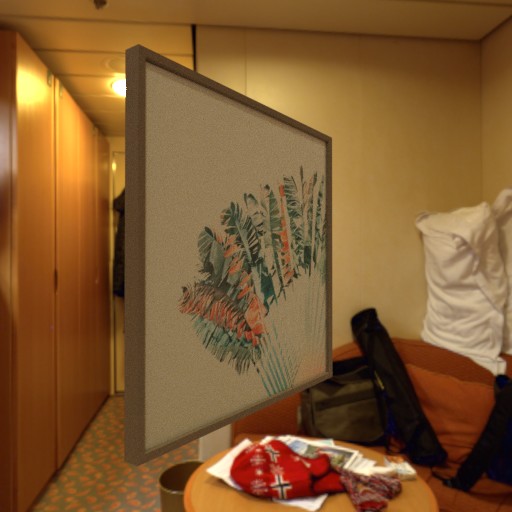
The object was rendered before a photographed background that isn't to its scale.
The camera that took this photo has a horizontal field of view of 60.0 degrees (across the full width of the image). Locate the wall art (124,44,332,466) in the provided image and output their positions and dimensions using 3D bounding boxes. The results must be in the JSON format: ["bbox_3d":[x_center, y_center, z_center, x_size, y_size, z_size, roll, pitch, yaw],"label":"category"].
[{"bbox_3d":[0.000,0.000,1.112,0.038,0.758,0.761,0,-1,37],"label":"wall art"}]
